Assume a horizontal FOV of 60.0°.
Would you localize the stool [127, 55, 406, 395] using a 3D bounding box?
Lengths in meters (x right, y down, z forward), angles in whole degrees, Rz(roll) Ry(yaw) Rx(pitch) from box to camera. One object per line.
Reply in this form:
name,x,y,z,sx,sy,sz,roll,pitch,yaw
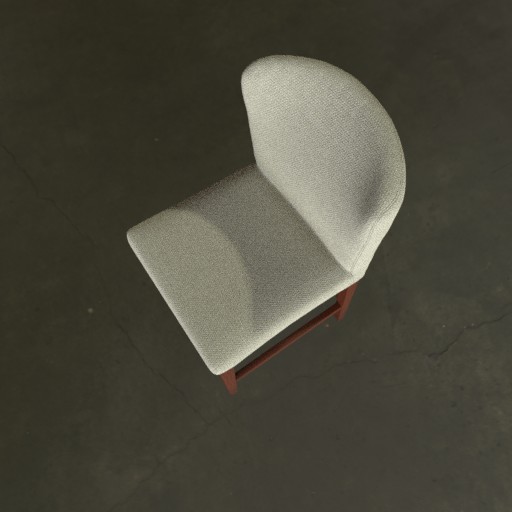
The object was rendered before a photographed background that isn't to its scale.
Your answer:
stool,0.000,0.000,1.281,0.568,0.969,0.481,-32,69,-14
